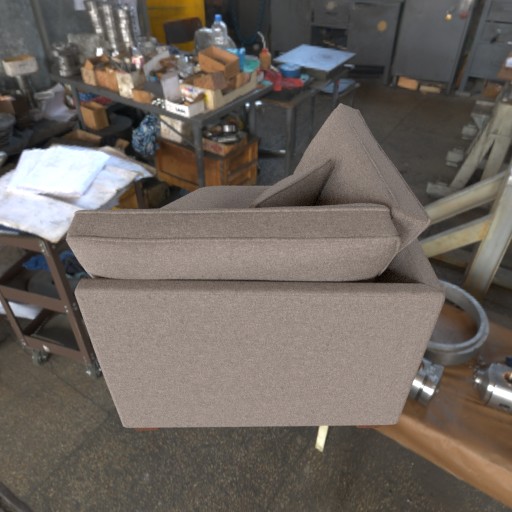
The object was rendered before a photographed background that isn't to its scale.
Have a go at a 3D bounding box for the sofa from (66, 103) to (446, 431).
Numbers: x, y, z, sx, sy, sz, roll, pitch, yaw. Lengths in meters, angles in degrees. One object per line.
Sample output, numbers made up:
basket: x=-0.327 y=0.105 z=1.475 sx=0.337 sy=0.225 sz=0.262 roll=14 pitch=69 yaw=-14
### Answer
sofa: x=0.000 y=0.000 z=1.795 sx=1.042 sy=0.951 sz=1.050 roll=-1 pitch=40 yaw=-1
